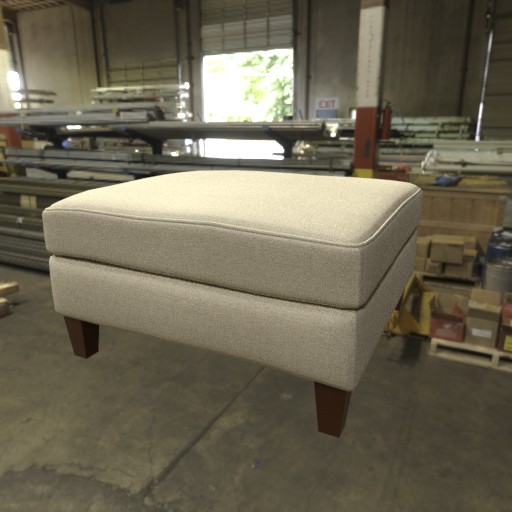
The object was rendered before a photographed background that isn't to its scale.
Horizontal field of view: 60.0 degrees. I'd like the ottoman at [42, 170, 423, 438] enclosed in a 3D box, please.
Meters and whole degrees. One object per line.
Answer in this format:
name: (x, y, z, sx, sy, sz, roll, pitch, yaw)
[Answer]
ottoman: (0.000, 0.000, 1.336, 0.838, 0.478, 0.838, 8, 19, 25)
